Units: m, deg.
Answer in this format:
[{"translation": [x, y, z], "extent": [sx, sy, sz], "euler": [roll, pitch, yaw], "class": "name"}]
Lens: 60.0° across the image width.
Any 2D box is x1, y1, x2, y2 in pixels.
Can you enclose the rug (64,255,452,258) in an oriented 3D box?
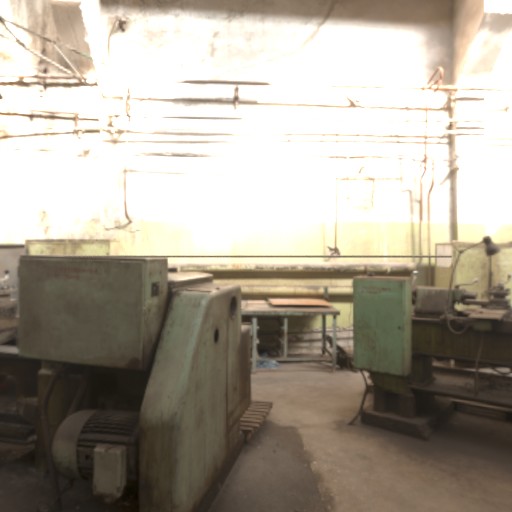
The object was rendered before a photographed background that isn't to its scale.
[{"translation": [0.000, 0.000, 2.856], "extent": [1.522, 0.008, 2.284], "euler": [0, 0, -1], "class": "rug"}]
